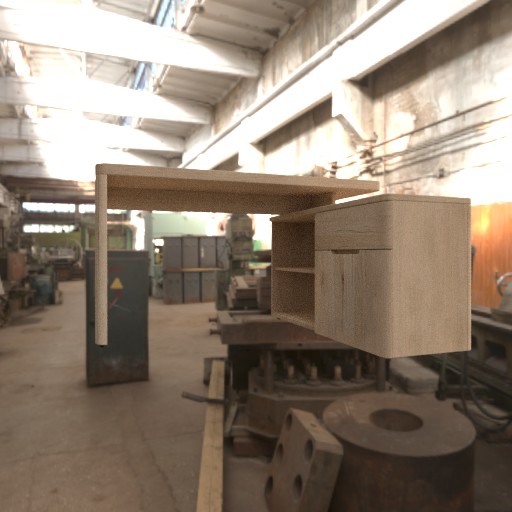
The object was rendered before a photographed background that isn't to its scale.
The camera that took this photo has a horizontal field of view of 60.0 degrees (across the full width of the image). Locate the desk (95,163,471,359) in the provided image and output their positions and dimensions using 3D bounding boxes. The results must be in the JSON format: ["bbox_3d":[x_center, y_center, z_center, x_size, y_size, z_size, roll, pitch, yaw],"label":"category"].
[{"bbox_3d":[0.000,0.000,2.051,1.400,0.770,1.175,0,0,-20],"label":"desk"}]
